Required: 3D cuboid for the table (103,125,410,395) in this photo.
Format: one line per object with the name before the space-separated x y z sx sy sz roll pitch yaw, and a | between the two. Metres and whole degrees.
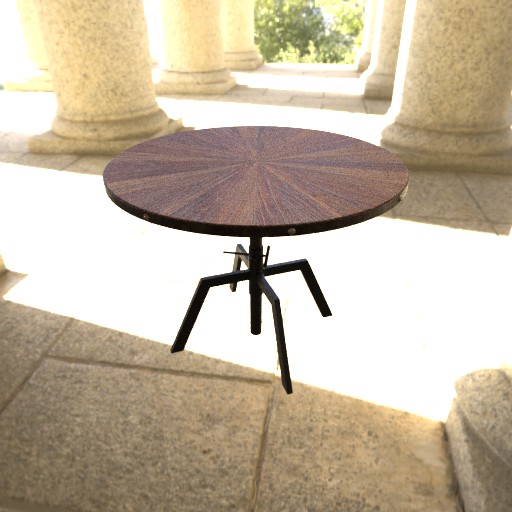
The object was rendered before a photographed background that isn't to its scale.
table | 0.000 0.000 1.496 0.885 0.658 0.885 0 30 0
